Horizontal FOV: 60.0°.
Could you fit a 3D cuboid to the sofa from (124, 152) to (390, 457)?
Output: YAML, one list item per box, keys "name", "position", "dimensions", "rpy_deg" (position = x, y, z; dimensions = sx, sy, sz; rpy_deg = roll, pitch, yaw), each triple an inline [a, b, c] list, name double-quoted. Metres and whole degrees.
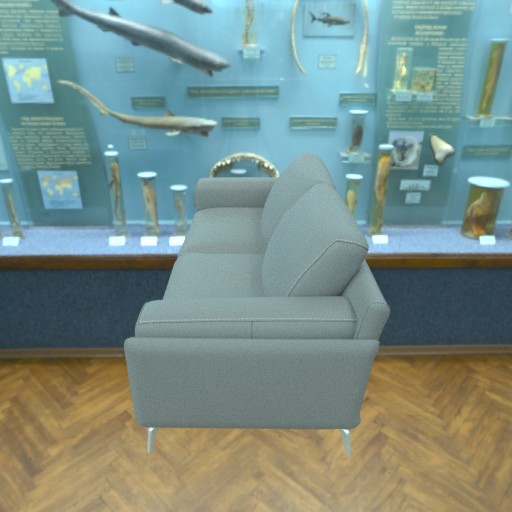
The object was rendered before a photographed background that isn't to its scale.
- name: "sofa"
  position: [0.000, 0.000, 2.593]
  dimensions: [0.969, 0.900, 2.100]
  rpy_deg: [0, 26, 0]
